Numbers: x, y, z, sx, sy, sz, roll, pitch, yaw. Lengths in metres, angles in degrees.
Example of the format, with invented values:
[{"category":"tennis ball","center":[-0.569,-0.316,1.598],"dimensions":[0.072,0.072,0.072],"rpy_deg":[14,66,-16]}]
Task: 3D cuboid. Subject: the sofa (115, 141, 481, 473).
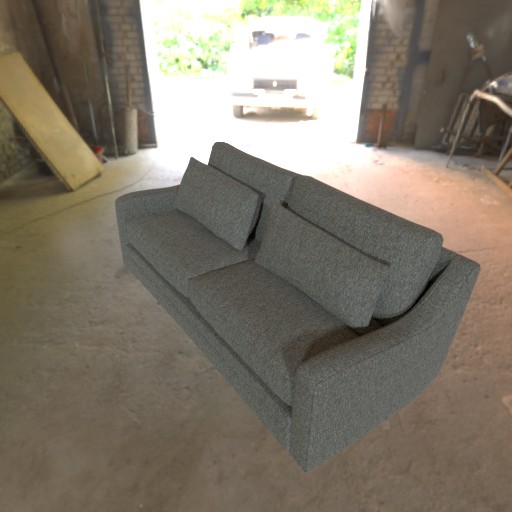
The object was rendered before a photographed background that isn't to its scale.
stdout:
[{"category":"sofa","center":[0.000,0.000,2.964],"dimensions":[1.103,0.998,2.418],"rpy_deg":[-20,37,-30]}]
